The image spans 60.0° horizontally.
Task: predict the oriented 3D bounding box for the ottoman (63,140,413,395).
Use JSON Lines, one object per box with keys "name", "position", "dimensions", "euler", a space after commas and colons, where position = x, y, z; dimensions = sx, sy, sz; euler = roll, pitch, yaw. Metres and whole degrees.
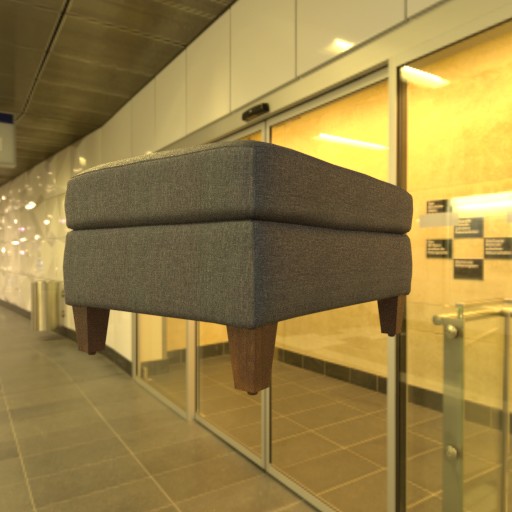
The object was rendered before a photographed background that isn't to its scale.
{"name": "ottoman", "position": [0.000, 0.000, 1.241], "dimensions": [0.639, 0.496, 0.826], "euler": [0, 1, 37]}
